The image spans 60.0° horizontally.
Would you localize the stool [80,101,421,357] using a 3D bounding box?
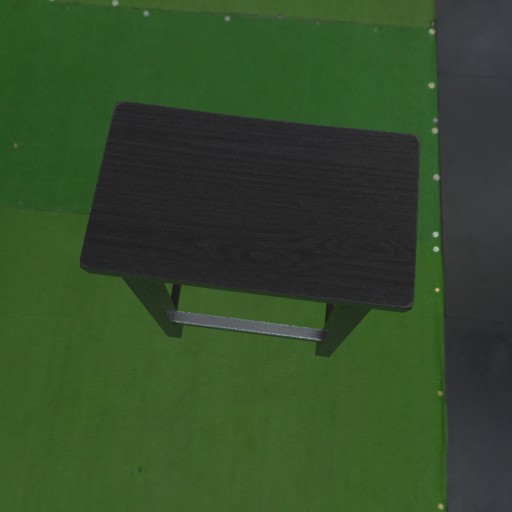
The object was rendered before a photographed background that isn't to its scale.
[{"bbox_3d":[0.000,0.000,0.851,0.406,0.610,0.322,7,76,2],"label":"stool"}]
